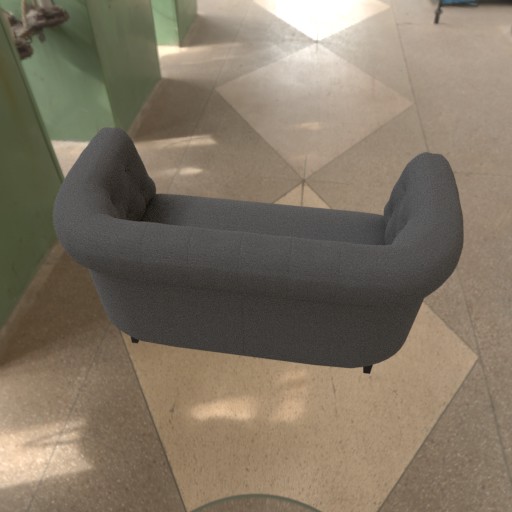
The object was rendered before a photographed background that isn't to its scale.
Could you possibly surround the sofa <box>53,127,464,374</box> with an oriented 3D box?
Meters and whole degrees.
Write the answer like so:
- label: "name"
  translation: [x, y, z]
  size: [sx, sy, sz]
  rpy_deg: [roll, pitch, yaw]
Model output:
- label: "sofa"
  translation: [0.000, 0.000, 1.955]
  size: [1.558, 0.827, 0.835]
  rpy_deg: [6, 46, 6]
